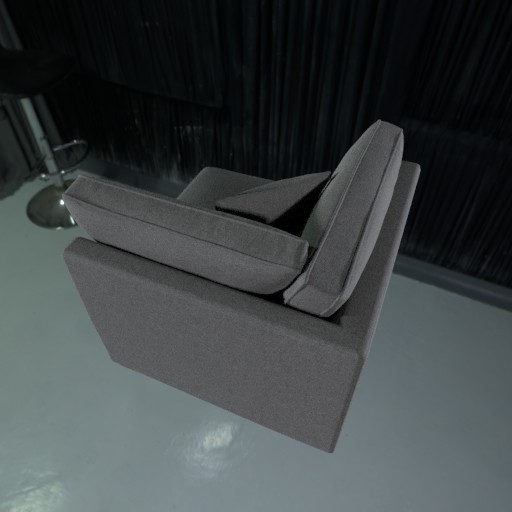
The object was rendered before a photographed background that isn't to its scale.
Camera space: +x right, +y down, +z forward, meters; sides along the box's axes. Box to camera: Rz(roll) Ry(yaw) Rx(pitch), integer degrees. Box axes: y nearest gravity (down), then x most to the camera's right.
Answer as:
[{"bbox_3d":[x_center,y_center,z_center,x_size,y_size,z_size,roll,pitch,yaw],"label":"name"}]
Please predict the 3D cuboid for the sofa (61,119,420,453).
[{"bbox_3d":[0.000,0.000,1.992,1.146,1.002,1.084,17,49,16],"label":"sofa"}]
